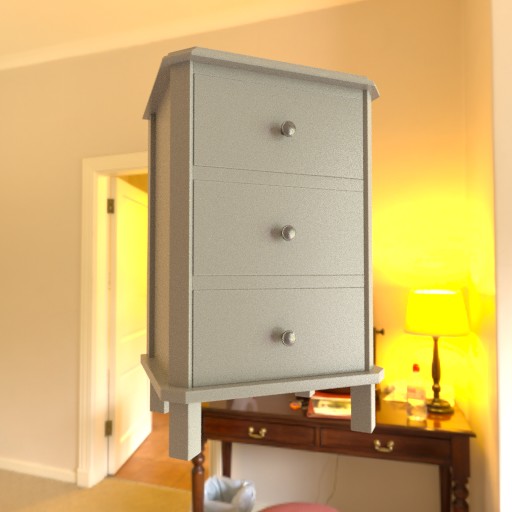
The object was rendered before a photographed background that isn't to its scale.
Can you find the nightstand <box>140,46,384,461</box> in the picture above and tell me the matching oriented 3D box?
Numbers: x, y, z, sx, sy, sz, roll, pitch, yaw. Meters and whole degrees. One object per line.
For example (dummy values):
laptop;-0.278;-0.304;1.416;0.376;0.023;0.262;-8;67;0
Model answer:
nightstand;0.000;0.000;0.934;0.435;0.680;0.348;1;-2;-20
